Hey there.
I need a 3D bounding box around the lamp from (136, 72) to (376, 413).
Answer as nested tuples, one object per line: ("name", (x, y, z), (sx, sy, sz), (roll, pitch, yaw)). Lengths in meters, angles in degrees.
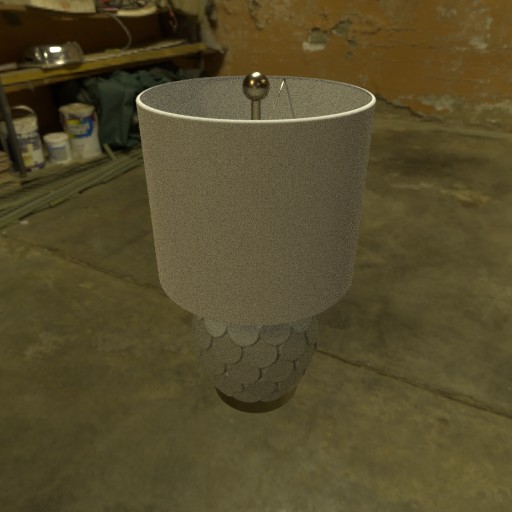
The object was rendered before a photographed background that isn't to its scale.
("lamp", (0.000, 0.000, 0.584), (0.254, 0.452, 0.254), (0, 30, 0))
